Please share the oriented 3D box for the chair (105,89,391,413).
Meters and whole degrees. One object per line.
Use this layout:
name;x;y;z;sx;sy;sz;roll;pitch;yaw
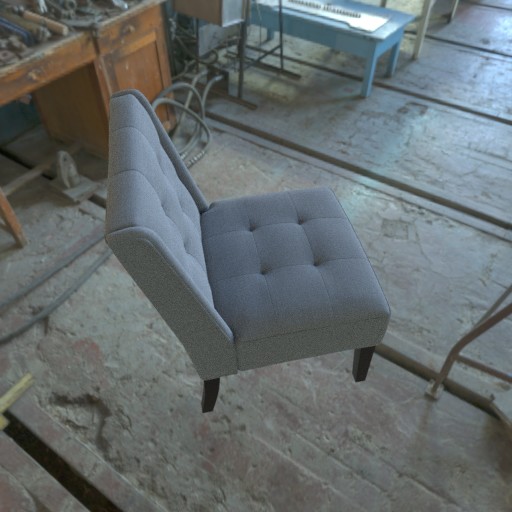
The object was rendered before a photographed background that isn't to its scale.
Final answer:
chair;0.000;0.000;1.332;0.676;0.853;0.569;-9;49;-8
